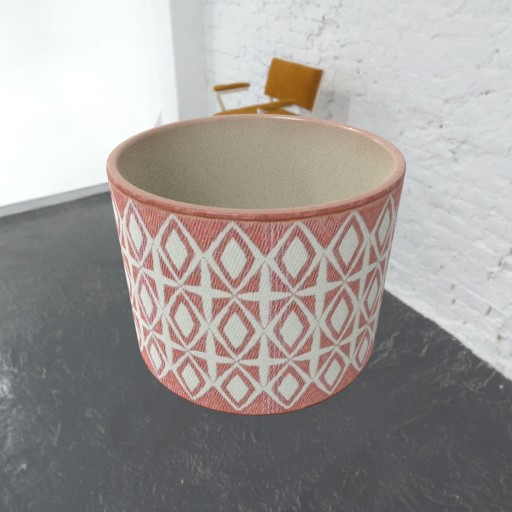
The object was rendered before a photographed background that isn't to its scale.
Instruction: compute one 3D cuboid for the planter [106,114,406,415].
[{"bbox_3d":[0.000,0.000,0.481,0.273,0.237,0.273,0,32,0],"label":"planter"}]
